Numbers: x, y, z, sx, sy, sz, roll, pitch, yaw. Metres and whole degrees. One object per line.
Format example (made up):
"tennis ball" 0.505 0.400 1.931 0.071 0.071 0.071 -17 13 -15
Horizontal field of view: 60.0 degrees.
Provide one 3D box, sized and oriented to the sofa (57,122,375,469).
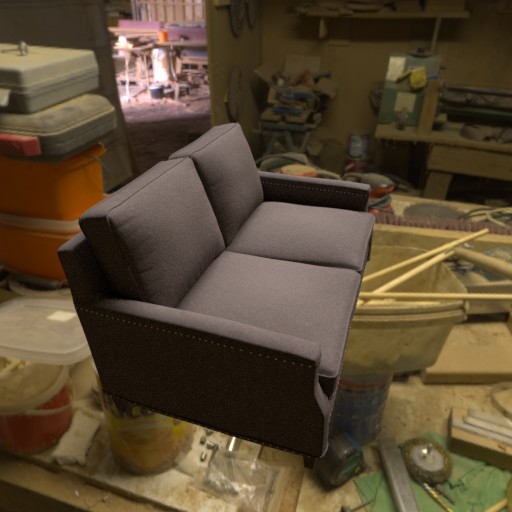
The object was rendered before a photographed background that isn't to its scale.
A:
"sofa" 0.000 0.000 2.277 1.084 1.003 1.597 10 33 16
